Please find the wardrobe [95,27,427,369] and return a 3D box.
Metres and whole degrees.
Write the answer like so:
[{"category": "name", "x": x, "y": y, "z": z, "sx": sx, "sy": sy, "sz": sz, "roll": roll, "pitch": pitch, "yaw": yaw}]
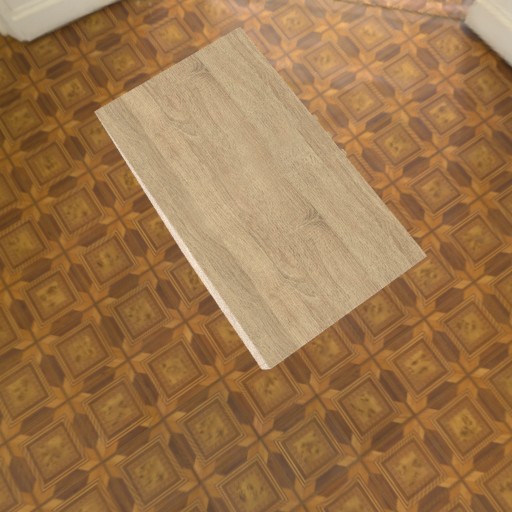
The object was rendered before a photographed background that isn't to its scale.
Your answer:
[{"category": "wardrobe", "x": 0.000, "y": 0.000, "z": 2.346, "sx": 0.600, "sy": 1.960, "sz": 1.000, "roll": -34, "pitch": 78, "yaw": -8}]
